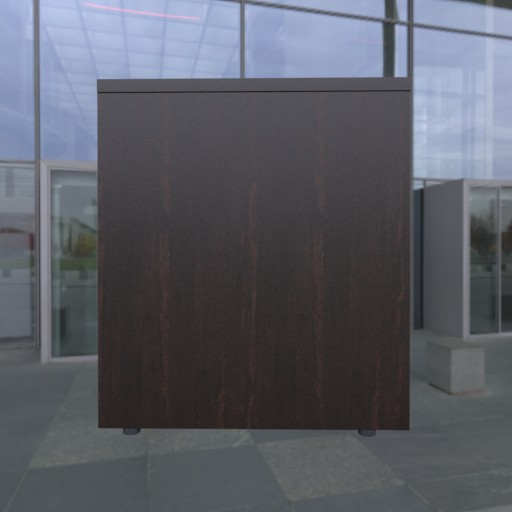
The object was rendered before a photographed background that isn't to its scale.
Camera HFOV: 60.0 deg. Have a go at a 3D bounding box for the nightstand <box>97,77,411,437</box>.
[{"bbox_3d":[0.000,0.000,0.847,0.427,0.487,0.489,0,0,1],"label":"nightstand"}]
